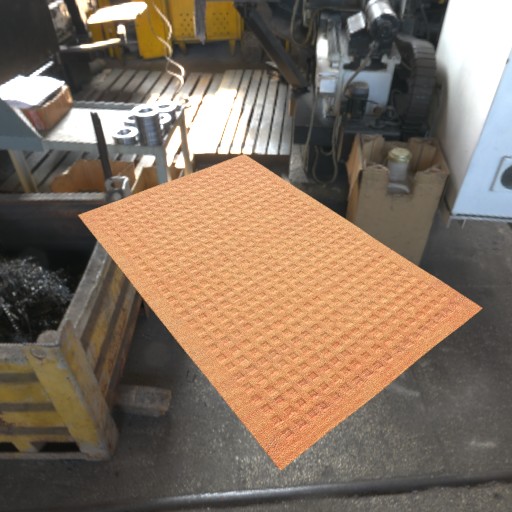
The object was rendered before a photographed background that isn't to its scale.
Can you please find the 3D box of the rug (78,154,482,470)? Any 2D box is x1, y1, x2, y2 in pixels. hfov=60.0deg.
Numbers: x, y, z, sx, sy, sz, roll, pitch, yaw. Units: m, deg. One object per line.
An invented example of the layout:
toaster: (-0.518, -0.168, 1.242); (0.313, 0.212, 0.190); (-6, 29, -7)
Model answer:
rug: (0.000, 0.000, 2.186); (1.143, 0.006, 1.747); (-27, 48, -27)
